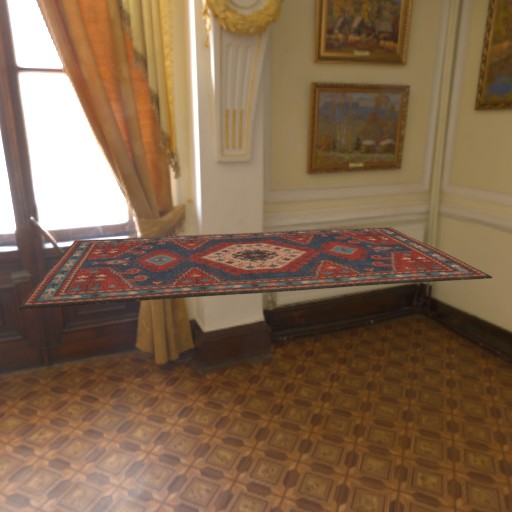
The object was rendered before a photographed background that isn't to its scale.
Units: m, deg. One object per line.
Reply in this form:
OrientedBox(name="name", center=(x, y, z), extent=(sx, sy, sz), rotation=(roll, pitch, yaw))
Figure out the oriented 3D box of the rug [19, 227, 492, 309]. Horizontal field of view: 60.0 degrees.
OrientedBox(name="rug", center=(0.000, 0.000, 3.504), extent=(3.032, 0.034, 1.522), rotation=(-3, 17, -10))
